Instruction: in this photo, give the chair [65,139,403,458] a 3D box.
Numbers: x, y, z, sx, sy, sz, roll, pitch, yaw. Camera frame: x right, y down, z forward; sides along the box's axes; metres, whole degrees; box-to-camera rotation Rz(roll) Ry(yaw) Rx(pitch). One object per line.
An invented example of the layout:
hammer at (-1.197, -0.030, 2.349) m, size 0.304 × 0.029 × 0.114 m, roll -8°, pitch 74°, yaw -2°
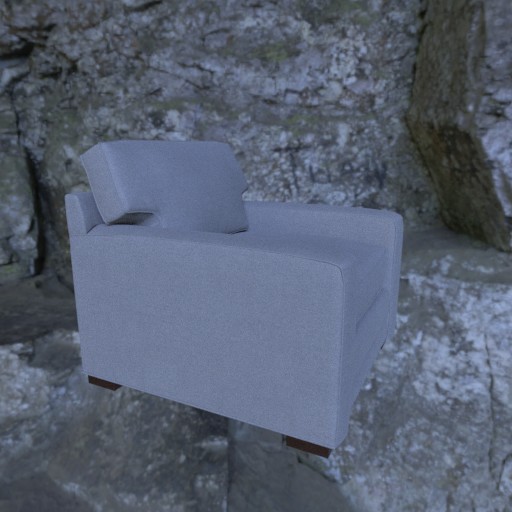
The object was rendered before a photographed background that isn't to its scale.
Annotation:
chair at (0.000, 0.000, 1.842) m, size 1.044 × 0.934 × 0.999 m, roll 7°, pitch 16°, yaw 26°
